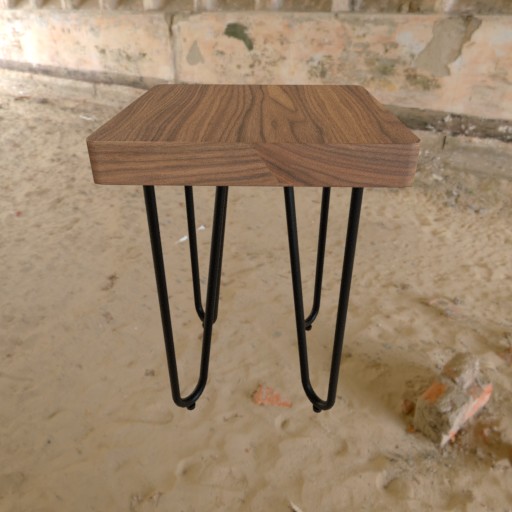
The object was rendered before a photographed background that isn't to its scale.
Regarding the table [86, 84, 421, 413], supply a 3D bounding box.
[{"bbox_3d":[0.000,0.000,0.981,0.479,0.641,0.480,1,30,1],"label":"table"}]
